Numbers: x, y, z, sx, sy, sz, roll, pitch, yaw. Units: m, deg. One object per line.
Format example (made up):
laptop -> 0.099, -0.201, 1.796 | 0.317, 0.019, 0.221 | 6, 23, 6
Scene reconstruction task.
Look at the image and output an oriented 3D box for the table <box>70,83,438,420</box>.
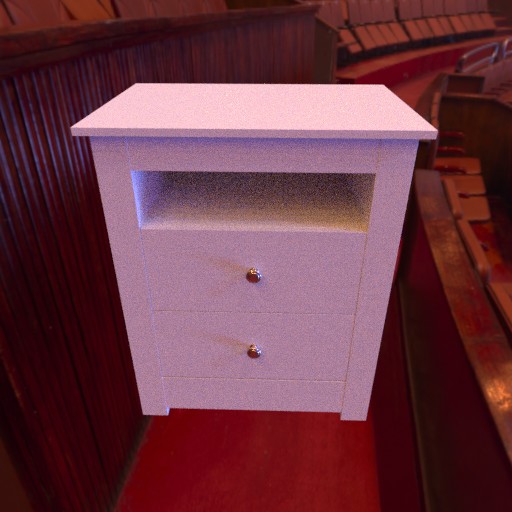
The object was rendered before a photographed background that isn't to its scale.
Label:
table -> 0.000, 0.000, 1.063 | 0.589, 0.711, 0.406 | 1, 31, 2
